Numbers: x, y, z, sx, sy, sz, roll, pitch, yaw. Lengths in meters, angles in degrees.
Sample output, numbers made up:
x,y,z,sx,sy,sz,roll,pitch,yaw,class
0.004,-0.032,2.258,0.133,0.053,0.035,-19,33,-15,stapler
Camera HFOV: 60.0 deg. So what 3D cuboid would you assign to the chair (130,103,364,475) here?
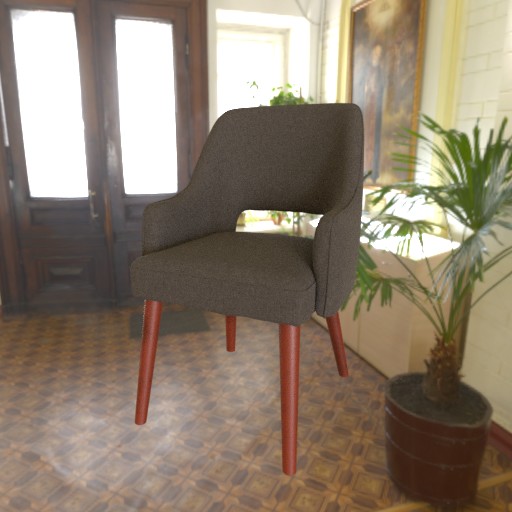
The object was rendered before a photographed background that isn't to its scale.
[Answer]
x,y,z,sx,sy,sz,roll,pitch,yaw,class
0.000,0.000,1.223,0.559,0.838,0.560,6,15,25,chair
